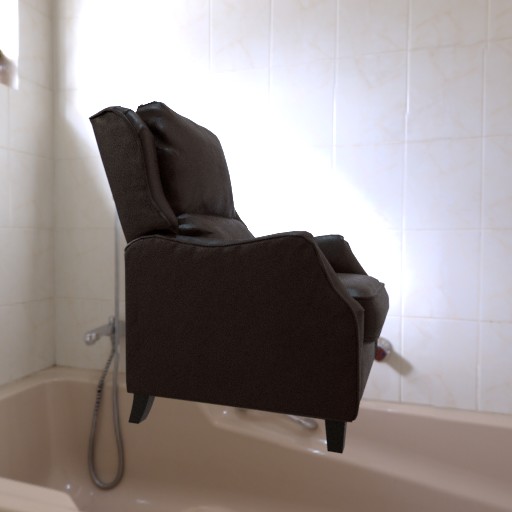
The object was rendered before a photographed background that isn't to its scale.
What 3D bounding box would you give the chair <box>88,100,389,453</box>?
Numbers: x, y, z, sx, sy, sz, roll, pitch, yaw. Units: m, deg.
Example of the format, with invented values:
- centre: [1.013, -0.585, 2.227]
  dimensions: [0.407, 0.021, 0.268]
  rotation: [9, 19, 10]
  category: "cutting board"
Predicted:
- centre: [0.000, 0.000, 1.728]
  dimensions: [0.982, 1.132, 0.770]
  rotation: [1, 2, 19]
  category: "chair"
